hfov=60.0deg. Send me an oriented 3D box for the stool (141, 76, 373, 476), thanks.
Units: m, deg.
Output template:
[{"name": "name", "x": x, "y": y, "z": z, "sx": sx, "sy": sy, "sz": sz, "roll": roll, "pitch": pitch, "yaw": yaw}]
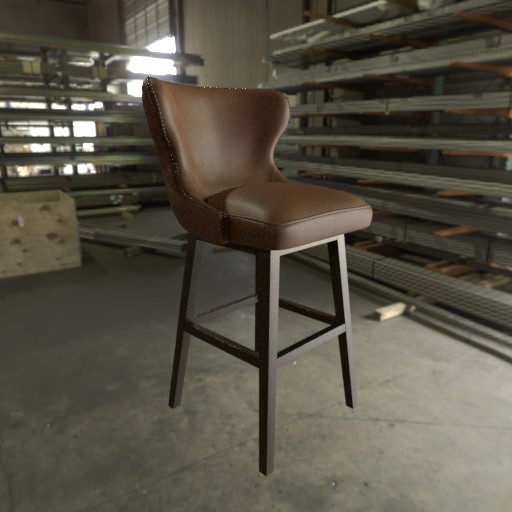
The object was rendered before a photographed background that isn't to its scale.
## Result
[{"name": "stool", "x": 0.000, "y": 0.000, "z": 1.449, "sx": 0.606, "sy": 1.087, "sz": 0.591, "roll": 15, "pitch": 21, "yaw": 42}]
